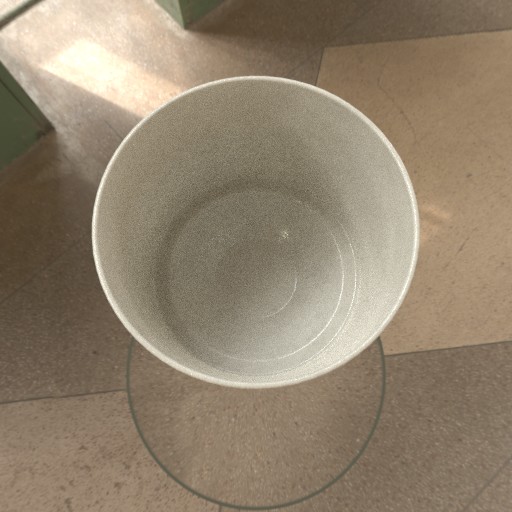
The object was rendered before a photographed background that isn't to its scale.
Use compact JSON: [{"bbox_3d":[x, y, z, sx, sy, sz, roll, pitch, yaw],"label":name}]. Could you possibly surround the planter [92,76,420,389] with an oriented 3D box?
[{"bbox_3d":[0.000,0.000,0.344,0.190,0.181,0.190,0,76,0],"label":"planter"}]
